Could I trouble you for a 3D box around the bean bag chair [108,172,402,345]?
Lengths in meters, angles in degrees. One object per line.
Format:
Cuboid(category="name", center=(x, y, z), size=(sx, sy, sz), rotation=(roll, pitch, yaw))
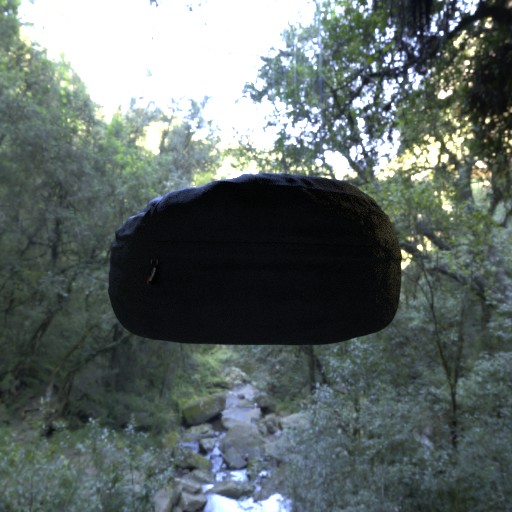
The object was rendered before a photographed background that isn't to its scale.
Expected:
Cuboid(category="bean bag chair", center=(0.000, 0.000, 2.432), size=(1.525, 0.751, 1.525), rotation=(0, 0, 0))
